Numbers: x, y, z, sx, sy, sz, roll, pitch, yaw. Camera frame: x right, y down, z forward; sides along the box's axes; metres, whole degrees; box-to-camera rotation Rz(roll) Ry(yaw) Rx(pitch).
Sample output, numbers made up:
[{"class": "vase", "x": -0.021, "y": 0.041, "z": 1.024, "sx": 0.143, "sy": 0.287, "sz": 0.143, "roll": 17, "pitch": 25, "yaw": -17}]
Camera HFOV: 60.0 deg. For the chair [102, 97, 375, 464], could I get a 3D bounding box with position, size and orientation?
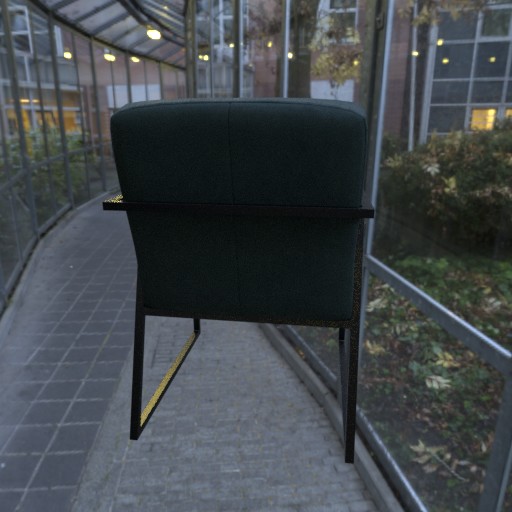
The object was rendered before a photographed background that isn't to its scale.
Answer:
[{"class": "chair", "x": 0.000, "y": 0.000, "z": 1.277, "sx": 0.571, "sy": 0.833, "sz": 0.677, "roll": 3, "pitch": 17, "yaw": 8}]
